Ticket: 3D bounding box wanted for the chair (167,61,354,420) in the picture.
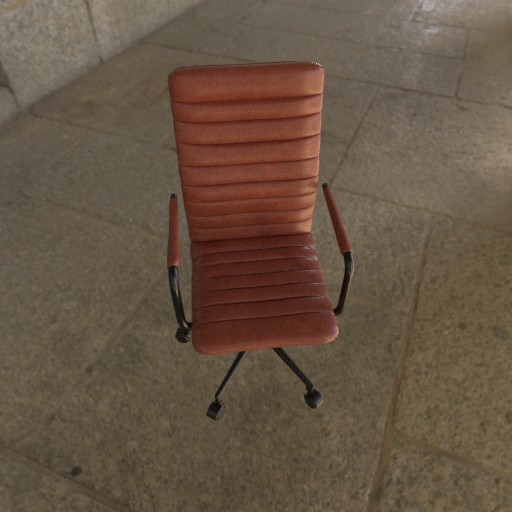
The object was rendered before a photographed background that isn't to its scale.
[{"bbox_3d":[0.000,0.000,1.341,0.608,0.979,0.580,-5,46,-5],"label":"chair"}]
